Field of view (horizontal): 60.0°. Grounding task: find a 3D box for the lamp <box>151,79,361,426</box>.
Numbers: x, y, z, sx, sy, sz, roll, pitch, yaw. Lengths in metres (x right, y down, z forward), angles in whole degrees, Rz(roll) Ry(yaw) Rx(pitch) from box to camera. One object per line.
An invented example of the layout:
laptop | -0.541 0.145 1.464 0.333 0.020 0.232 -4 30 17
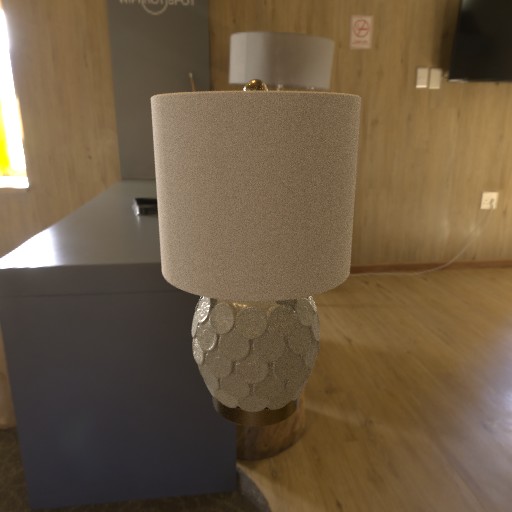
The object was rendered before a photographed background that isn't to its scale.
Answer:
lamp | 0.000 0.000 0.607 0.254 0.452 0.254 0 17 0
